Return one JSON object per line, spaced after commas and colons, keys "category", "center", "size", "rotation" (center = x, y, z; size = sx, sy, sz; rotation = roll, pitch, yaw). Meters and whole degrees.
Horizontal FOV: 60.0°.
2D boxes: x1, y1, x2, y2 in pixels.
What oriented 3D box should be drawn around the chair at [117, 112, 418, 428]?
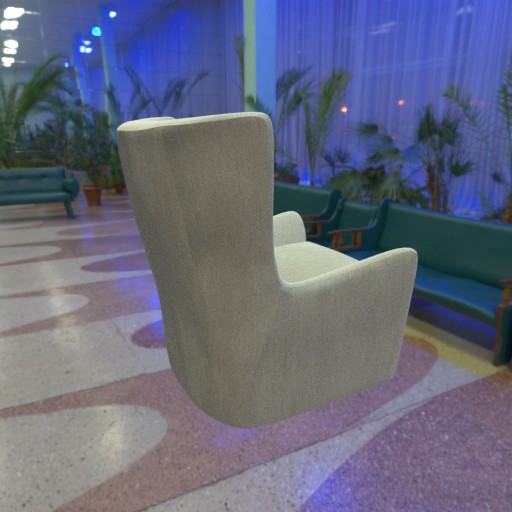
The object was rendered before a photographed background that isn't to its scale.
{"category": "chair", "center": [0.000, 0.000, 1.653], "size": [0.904, 1.000, 0.779], "rotation": [-8, 18, -26]}
